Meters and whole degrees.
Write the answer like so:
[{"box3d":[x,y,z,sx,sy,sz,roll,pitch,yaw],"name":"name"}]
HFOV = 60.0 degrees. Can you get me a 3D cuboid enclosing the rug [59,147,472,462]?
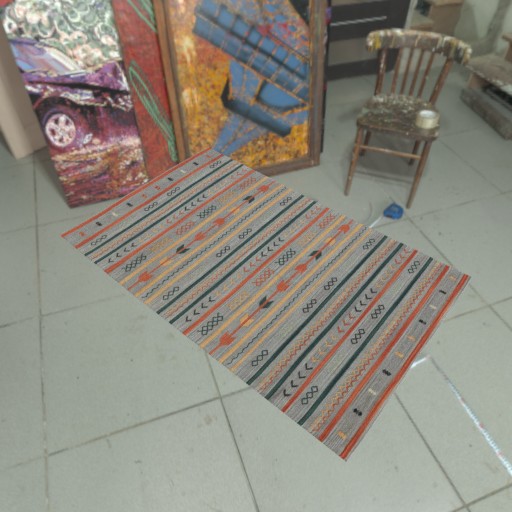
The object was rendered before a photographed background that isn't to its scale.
[{"box3d":[0.000,0.000,3.061,2.439,0.029,1.537,31,54,27],"name":"rug"}]
